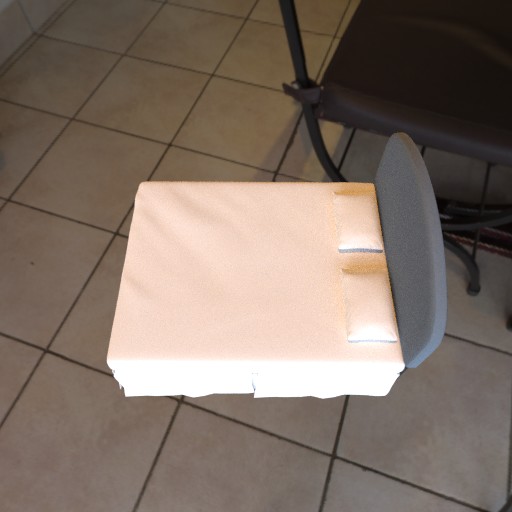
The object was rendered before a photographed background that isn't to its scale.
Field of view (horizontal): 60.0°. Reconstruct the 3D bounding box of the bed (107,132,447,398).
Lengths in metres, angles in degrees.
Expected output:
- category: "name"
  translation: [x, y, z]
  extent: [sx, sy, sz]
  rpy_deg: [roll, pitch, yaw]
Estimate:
- category: "bed"
  translation: [0.000, 0.000, 3.080]
  extent: [2.005, 1.410, 1.607]
  rpy_deg: [0, 59, 0]
